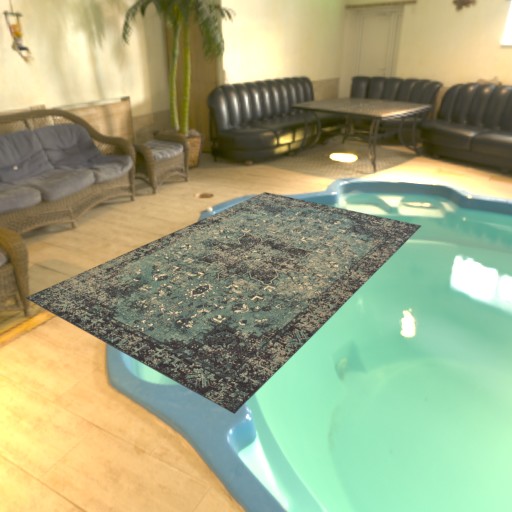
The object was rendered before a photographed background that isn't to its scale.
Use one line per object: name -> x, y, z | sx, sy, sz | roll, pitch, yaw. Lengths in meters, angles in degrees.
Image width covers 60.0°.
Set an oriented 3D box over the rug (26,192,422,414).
rug -> 0.000, 0.000, 3.046 | 1.525, 0.007, 2.440 | 17, 31, 31
